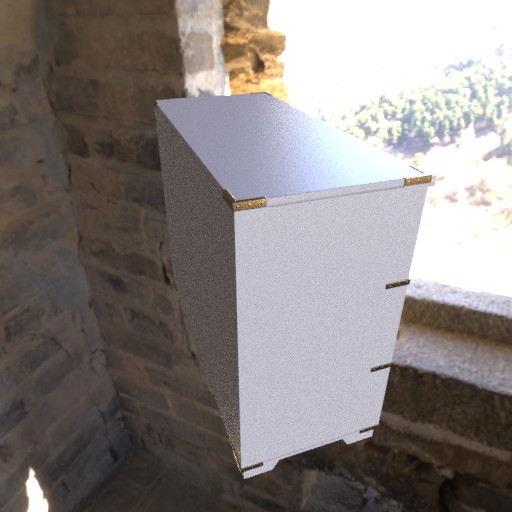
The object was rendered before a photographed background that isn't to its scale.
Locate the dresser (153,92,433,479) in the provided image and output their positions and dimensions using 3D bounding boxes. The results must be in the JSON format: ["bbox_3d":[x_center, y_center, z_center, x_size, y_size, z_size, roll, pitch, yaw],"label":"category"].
[{"bbox_3d":[0.000,0.000,1.546,0.460,0.891,1.022,-10,32,-17],"label":"dresser"}]
